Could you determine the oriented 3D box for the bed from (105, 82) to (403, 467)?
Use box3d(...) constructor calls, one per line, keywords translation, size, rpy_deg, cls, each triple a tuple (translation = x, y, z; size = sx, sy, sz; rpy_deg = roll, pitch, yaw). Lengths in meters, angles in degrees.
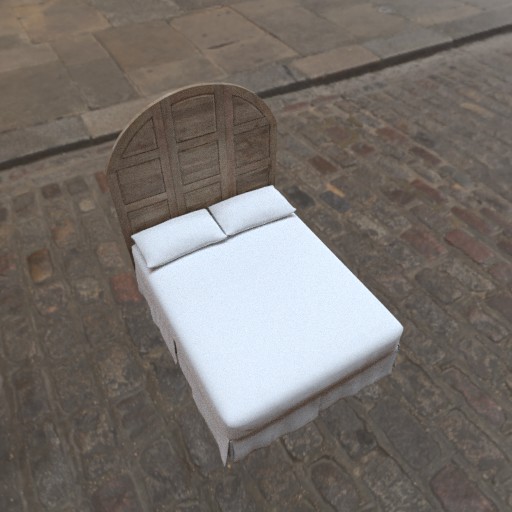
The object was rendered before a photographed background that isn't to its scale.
box3d(translation=(0.000, 0.000, 3.575), size=(1.713, 2.002, 2.112), rpy_deg=(-23, 50, -20), cls="bed")
